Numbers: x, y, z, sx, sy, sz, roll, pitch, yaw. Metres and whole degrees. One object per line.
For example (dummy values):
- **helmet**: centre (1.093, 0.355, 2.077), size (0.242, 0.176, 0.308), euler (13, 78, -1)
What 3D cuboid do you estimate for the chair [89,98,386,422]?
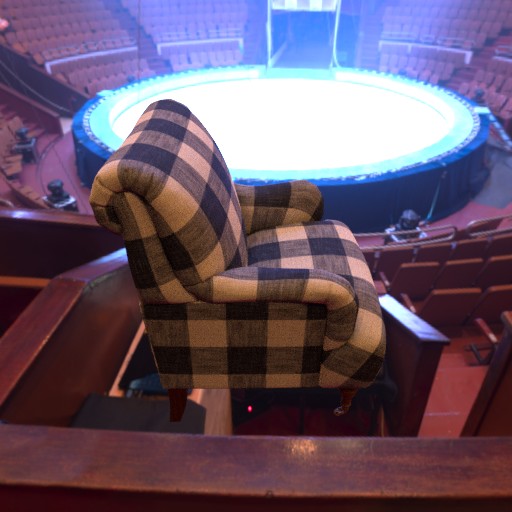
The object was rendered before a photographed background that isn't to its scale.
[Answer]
- **chair**: centre (0.000, 0.000, 1.605), size (0.848, 0.953, 0.781), euler (-1, 32, -1)
